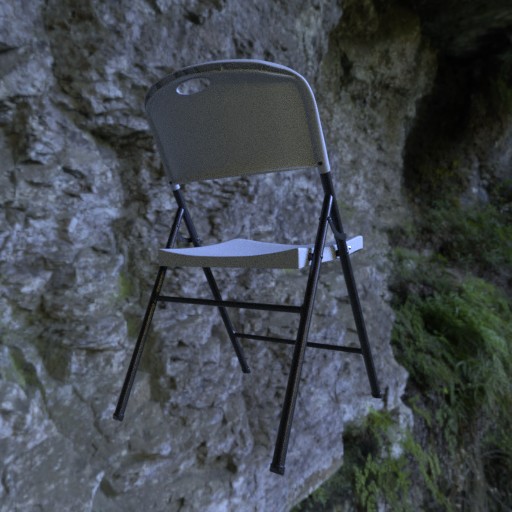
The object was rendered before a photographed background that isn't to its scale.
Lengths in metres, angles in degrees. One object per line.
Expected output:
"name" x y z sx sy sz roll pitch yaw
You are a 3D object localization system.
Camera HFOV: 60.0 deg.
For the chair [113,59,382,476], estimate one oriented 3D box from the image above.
"chair" 0.000 0.000 1.172 0.494 0.810 0.566 0 0 35
